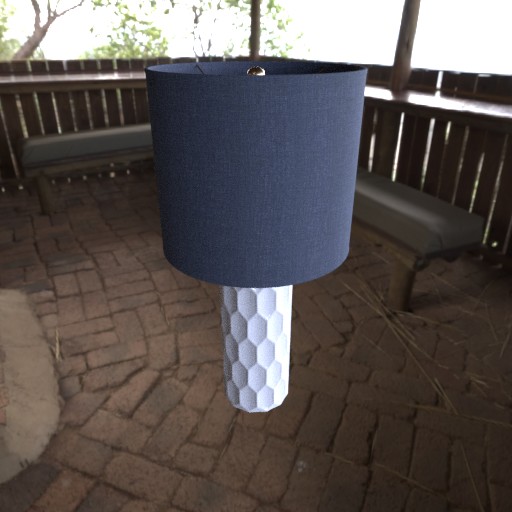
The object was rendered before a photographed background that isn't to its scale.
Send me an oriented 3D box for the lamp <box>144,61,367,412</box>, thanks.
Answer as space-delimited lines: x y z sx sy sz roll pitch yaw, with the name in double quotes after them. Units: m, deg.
0.000 0.000 0.682 0.277 0.537 0.277 -1 26 -2 "lamp"
